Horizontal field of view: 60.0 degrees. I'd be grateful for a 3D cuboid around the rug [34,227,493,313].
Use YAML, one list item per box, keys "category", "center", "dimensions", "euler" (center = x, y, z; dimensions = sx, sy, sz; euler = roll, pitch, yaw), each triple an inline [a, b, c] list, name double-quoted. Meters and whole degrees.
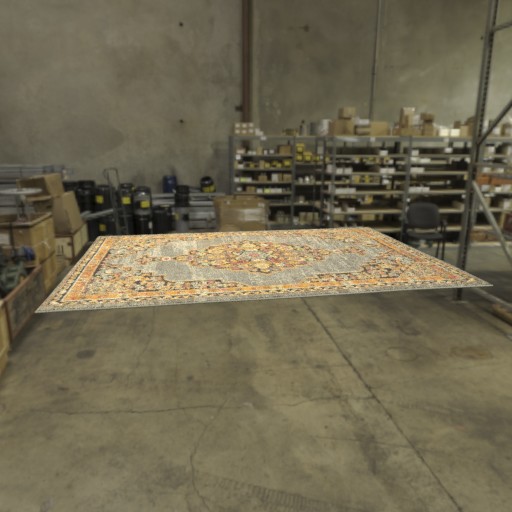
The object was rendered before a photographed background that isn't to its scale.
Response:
- category: "rug"
  center: [0.000, 0.000, 3.928]
  dimensions: [3.063, 0.024, 2.158]
  euler: [-2, 15, -9]
